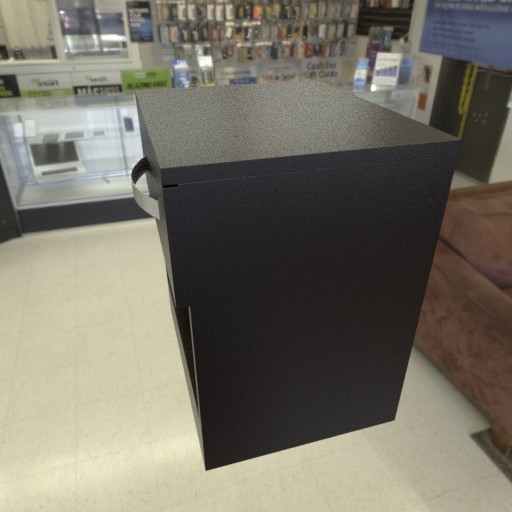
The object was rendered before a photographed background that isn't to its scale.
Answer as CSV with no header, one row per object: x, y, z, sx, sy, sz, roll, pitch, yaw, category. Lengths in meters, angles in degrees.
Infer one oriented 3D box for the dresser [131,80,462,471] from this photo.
0.000,0.000,0.735,0.360,0.470,0.400,-9,32,-14,dresser
